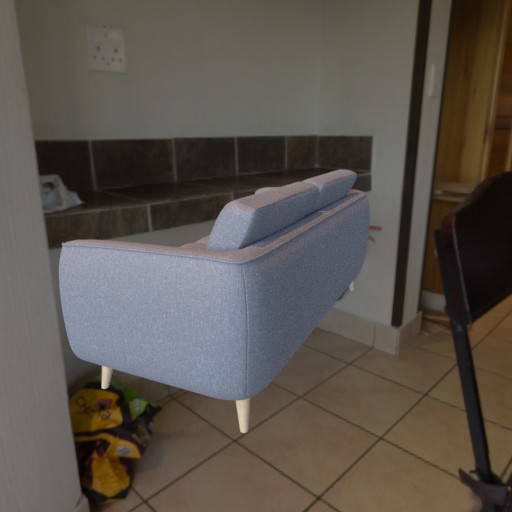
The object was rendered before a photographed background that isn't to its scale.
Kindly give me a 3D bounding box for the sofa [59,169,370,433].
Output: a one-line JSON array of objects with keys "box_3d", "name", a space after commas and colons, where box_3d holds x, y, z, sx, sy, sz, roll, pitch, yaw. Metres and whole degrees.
[{"box_3d": [0.000, 0.000, 2.532, 0.920, 0.870, 2.000, 7, 17, 24], "name": "sofa"}]
